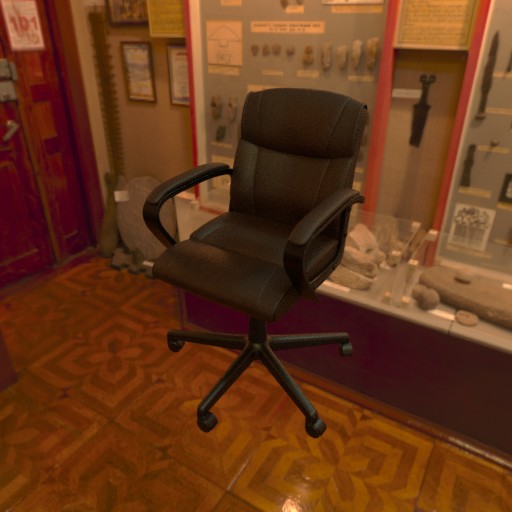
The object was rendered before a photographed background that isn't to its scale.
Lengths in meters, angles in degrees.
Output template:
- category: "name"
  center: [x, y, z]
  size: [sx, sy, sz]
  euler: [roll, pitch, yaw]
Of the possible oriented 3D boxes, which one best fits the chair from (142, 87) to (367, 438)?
- category: "chair"
  center: [0.000, 0.000, 1.512]
  size: [0.739, 1.004, 0.717]
  euler: [18, 33, 29]
